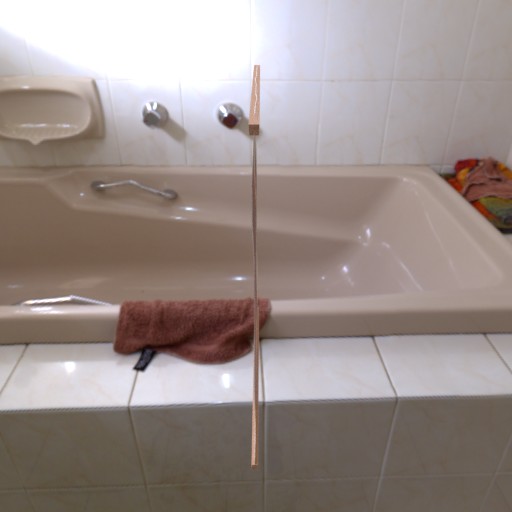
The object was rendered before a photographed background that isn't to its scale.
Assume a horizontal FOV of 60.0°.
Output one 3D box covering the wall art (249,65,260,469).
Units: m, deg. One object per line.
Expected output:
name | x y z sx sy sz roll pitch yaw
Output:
wall art | 0.000 0.000 1.376 0.020 1.013 0.758 0 31 0
